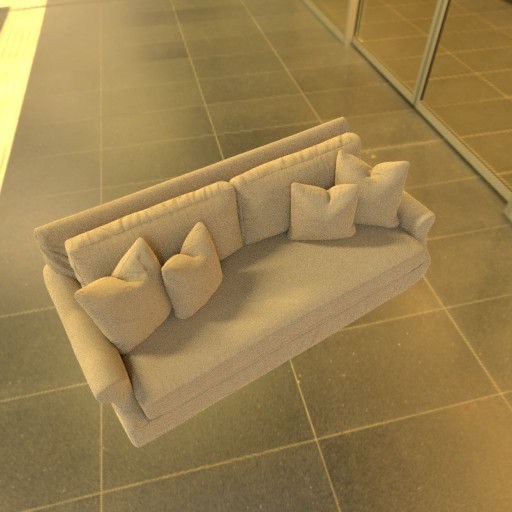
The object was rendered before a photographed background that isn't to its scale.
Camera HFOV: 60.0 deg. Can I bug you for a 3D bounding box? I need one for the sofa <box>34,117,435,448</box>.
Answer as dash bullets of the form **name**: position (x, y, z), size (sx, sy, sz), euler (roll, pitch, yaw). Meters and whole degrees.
- **sofa**: position (0.000, 0.000, 2.725), size (2.285, 0.904, 1.067), euler (-25, 51, -22)
